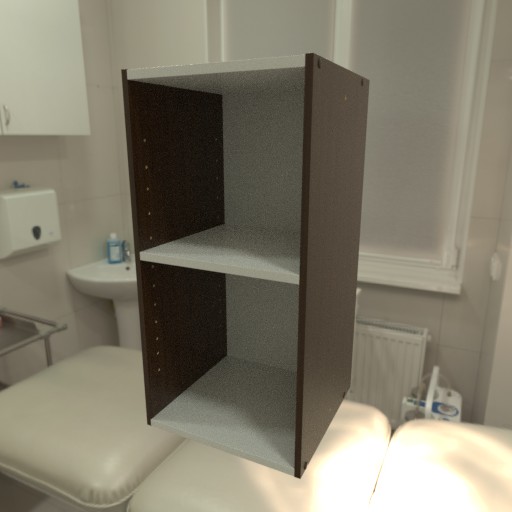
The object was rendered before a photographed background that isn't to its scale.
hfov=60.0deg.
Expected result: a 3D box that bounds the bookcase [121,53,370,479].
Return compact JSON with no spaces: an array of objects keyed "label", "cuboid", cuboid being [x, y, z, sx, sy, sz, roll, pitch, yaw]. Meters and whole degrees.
[{"label":"bookcase","cuboid":[0.000,0.000,0.788,0.300,0.600,0.290,7,17,26]}]
